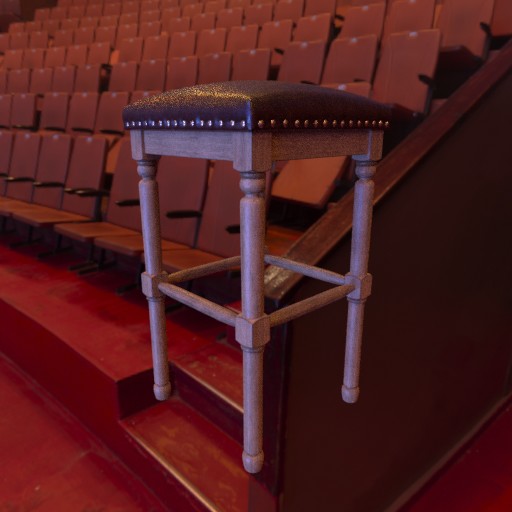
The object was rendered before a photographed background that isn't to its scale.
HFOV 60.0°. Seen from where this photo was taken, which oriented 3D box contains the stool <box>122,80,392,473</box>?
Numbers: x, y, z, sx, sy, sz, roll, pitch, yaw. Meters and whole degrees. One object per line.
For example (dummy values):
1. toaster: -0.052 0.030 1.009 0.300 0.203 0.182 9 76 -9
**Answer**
1. stool: 0.000 0.000 0.955 0.383 0.702 0.382 -15 22 -41
